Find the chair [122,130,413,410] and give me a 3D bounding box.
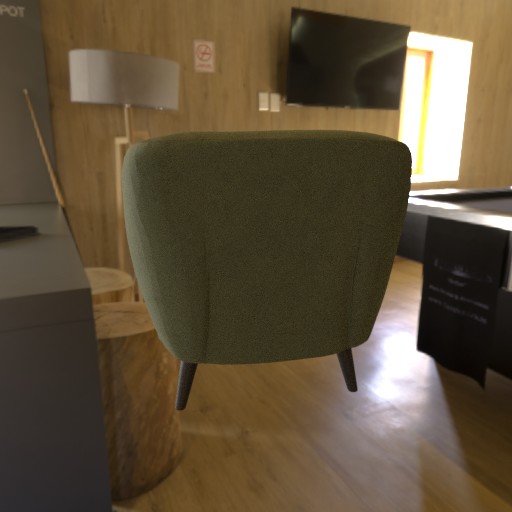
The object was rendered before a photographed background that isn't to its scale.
[{"bbox_3d":[0.000,0.000,1.501,0.840,0.804,0.819,-3,15,-10],"label":"chair"}]
